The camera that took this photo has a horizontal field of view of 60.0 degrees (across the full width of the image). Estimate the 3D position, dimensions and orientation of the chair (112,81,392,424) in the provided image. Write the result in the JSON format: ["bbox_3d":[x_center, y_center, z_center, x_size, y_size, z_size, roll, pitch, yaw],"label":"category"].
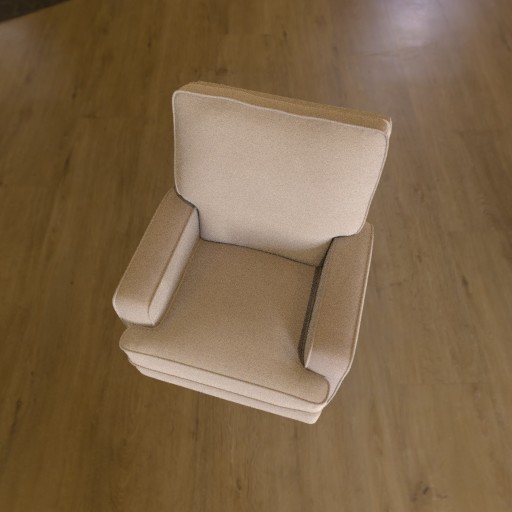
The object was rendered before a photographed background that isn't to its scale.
[{"bbox_3d":[0.000,0.000,1.702,0.861,0.964,0.969,14,60,8],"label":"chair"}]
